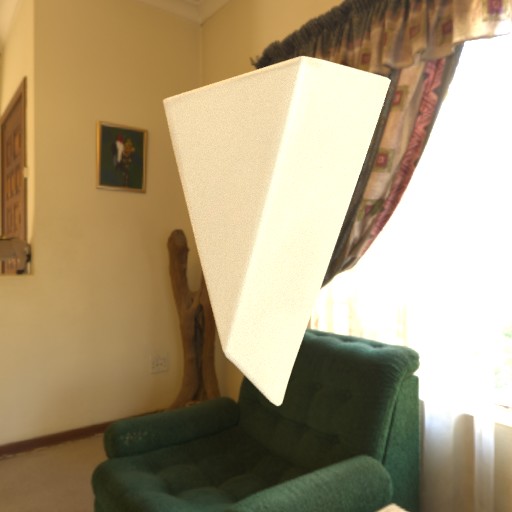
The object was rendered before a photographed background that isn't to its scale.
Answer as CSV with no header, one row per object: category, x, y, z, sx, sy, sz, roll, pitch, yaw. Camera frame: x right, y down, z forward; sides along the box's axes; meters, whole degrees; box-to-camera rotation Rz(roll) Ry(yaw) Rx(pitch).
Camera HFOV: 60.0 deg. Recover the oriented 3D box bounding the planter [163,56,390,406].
planter,0.000,0.000,0.272,0.150,0.197,0.060,0,1,37
